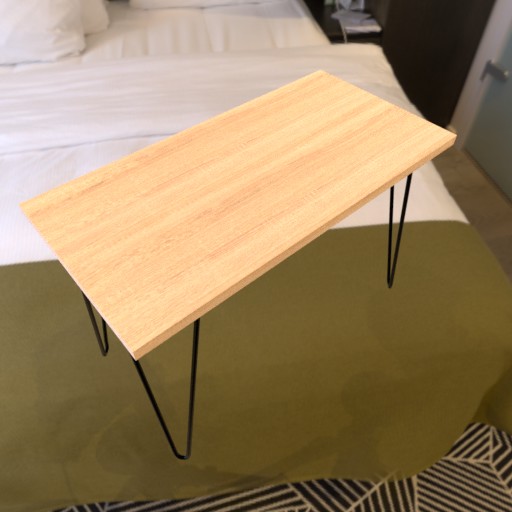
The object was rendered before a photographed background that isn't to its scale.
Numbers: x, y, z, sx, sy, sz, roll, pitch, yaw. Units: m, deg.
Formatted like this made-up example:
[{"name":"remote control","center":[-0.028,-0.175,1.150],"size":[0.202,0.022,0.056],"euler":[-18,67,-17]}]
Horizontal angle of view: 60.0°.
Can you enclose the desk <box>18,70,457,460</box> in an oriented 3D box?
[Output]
[{"name":"desk","center":[0.000,0.000,1.339],"size":[0.991,0.660,0.499],"euler":[-33,56,-26]}]
